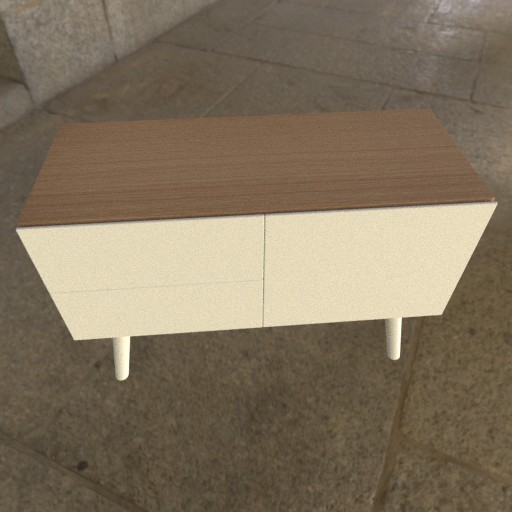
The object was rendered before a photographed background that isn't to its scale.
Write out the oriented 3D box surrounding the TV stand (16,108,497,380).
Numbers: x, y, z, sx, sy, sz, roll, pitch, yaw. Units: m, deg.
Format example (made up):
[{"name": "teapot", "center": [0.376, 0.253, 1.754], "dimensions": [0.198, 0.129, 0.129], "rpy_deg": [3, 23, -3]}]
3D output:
[{"name": "TV stand", "center": [0.000, 0.000, 1.283], "dimensions": [0.991, 0.660, 0.407], "rpy_deg": [-3, 46, -3]}]
